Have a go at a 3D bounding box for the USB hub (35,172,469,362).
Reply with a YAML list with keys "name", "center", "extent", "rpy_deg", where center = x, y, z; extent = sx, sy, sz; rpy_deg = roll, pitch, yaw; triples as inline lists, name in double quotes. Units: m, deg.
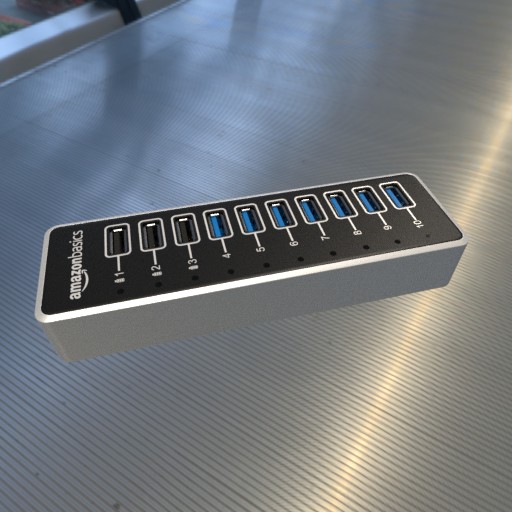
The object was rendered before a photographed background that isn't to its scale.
- name: "USB hub"
  center: [0.000, 0.000, 0.164]
  extent: [0.145, 0.023, 0.044]
  rpy_deg: [-10, 47, -10]
